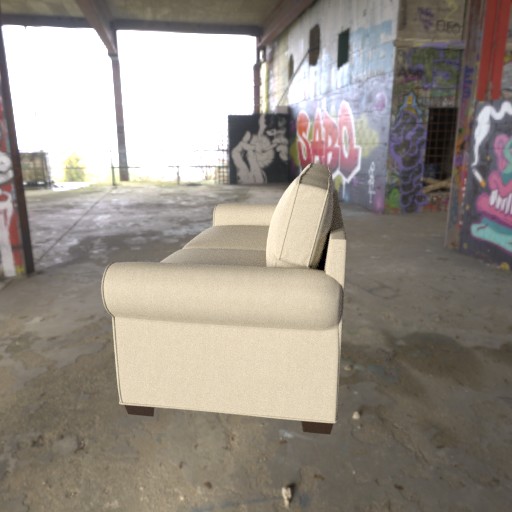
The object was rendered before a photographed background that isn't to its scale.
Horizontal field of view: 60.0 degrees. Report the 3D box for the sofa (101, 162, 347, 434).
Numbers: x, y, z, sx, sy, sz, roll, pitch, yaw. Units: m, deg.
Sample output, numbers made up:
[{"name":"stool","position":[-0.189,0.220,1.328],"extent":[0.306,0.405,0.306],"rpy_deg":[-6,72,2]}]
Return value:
[{"name":"sofa","position":[0.000,0.000,2.350],"extent":[0.861,0.933,1.774],"rpy_deg":[2,14,9]}]
